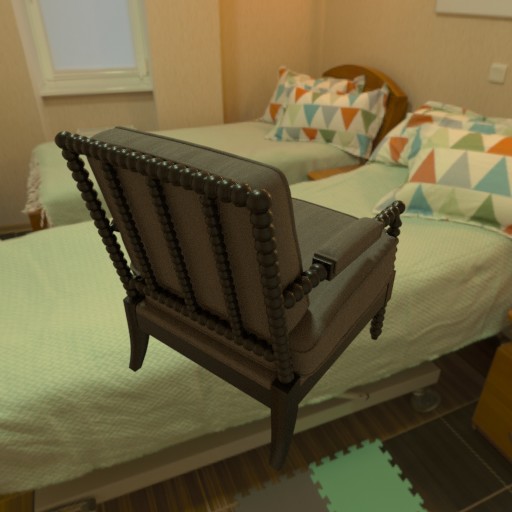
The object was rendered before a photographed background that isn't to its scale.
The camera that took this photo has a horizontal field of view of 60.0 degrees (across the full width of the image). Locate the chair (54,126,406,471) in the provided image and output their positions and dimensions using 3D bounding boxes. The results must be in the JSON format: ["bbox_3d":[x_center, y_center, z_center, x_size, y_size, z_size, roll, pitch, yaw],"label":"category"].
[{"bbox_3d":[0.000,0.000,1.075,0.540,0.661,0.622,22,37,31],"label":"chair"}]
